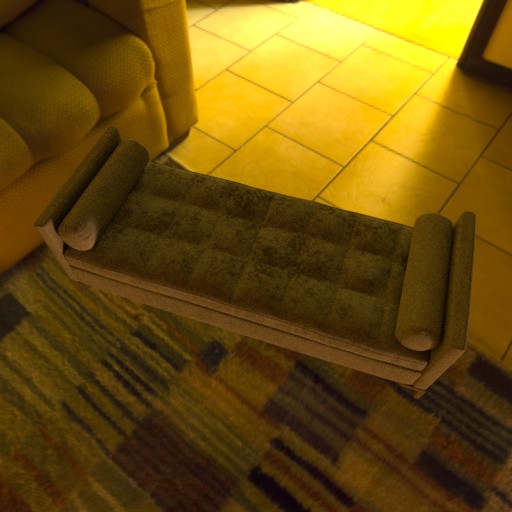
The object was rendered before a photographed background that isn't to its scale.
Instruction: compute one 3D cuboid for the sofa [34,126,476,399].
[{"bbox_3d":[0.000,0.000,2.467,2.102,0.657,0.797,16,58,10],"label":"sofa"}]
